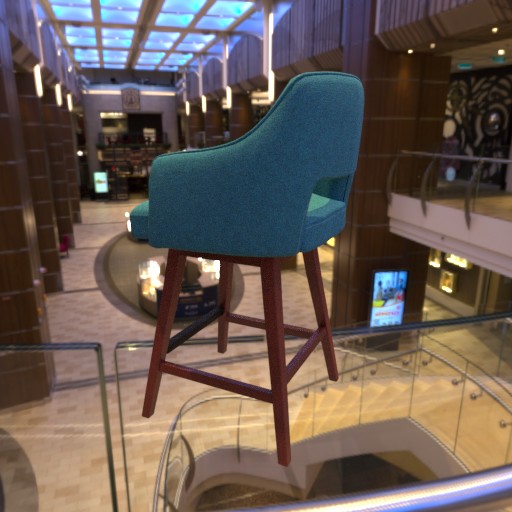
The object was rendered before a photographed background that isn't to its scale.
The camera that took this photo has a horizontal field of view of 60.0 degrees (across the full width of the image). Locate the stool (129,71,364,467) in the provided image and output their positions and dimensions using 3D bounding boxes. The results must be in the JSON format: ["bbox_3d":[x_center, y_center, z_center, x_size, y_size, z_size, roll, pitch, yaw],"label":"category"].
[{"bbox_3d":[0.000,0.000,1.301,0.556,0.961,0.548,8,18,25],"label":"stool"}]
